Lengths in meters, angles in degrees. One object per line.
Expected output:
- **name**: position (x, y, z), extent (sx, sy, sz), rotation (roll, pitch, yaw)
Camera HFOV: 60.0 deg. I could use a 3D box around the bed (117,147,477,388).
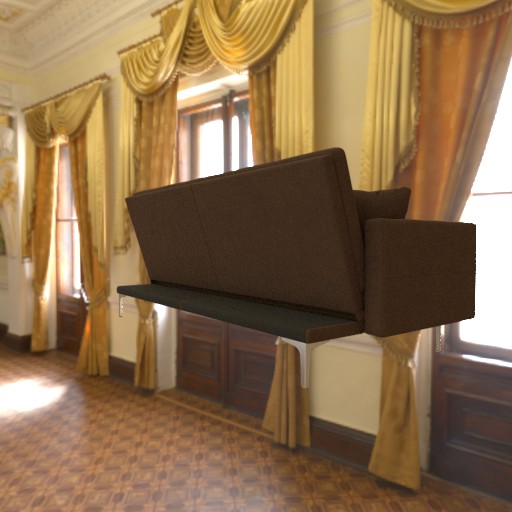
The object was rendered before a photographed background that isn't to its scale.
- **bed**: position (0.000, 0.000, 2.336), extent (0.889, 0.787, 1.905), rotation (-1, 2, -37)
